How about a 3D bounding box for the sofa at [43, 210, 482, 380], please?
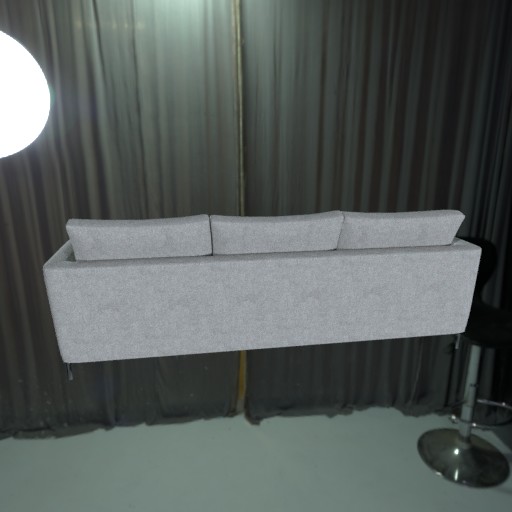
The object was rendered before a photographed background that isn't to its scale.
[{"bbox_3d":[0.000,0.000,3.161,2.438,0.864,1.626,-3,16,-9],"label":"sofa"}]
